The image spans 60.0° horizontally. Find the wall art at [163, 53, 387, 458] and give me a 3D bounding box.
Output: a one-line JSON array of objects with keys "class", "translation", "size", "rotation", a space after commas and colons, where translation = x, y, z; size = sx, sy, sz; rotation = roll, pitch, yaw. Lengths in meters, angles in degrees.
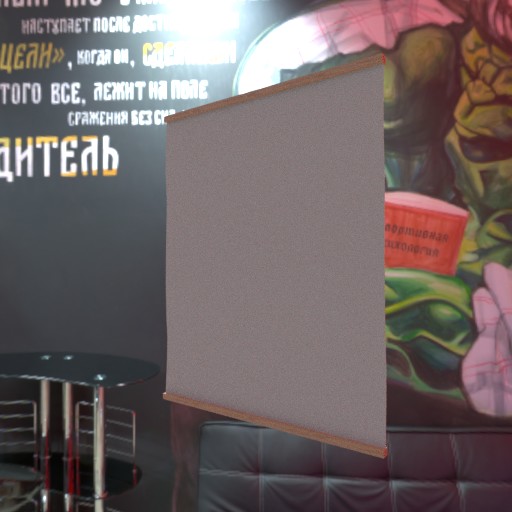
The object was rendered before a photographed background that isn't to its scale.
[{"class": "wall art", "translation": [0.000, 0.000, 0.681], "size": [0.406, 0.508, 0.013], "rotation": [-1, -1, 37]}]
